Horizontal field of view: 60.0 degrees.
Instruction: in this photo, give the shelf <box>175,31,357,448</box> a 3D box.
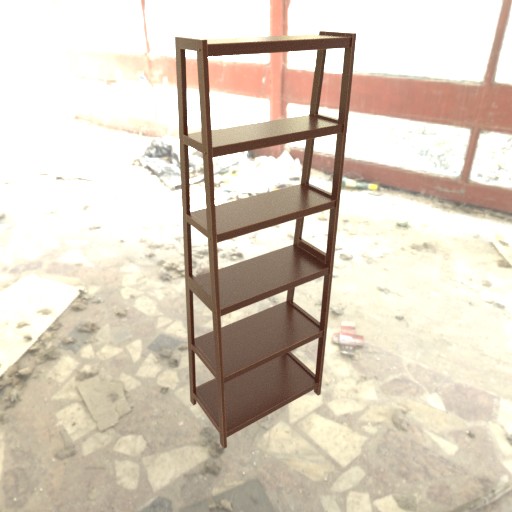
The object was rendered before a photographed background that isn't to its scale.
[{"bbox_3d":[0.000,0.000,2.106,0.660,1.892,0.381,-18,34,-29],"label":"shelf"}]
